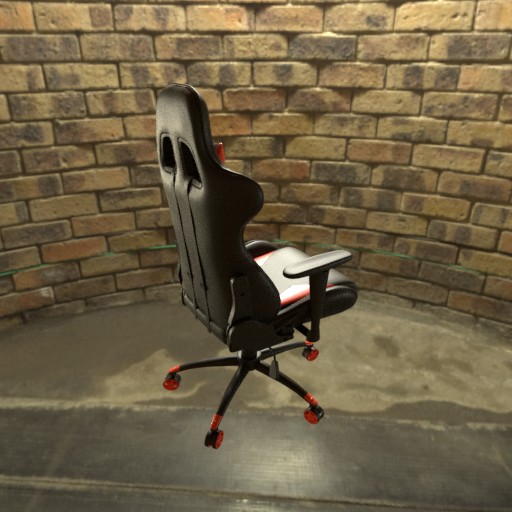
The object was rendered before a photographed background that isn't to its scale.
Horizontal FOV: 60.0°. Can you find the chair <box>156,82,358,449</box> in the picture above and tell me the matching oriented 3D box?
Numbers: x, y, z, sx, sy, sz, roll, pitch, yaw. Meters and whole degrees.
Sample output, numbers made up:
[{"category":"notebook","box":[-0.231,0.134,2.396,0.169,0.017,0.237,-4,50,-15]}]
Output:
[{"category":"chair","box":[0.000,0.000,1.731,0.730,1.282,0.695,-16,30,-30]}]
